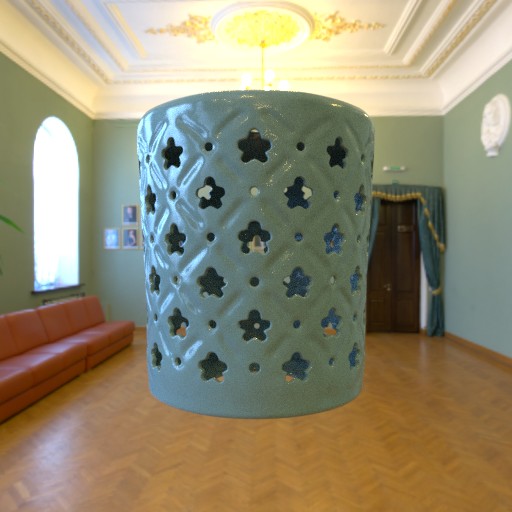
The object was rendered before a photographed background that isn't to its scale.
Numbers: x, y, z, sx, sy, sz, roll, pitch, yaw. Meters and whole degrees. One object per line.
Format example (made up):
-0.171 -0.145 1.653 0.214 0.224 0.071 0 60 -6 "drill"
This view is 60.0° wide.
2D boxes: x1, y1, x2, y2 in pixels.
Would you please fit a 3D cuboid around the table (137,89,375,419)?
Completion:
0.000 0.000 0.673 0.352 0.387 0.352 0 0 0 "table"
